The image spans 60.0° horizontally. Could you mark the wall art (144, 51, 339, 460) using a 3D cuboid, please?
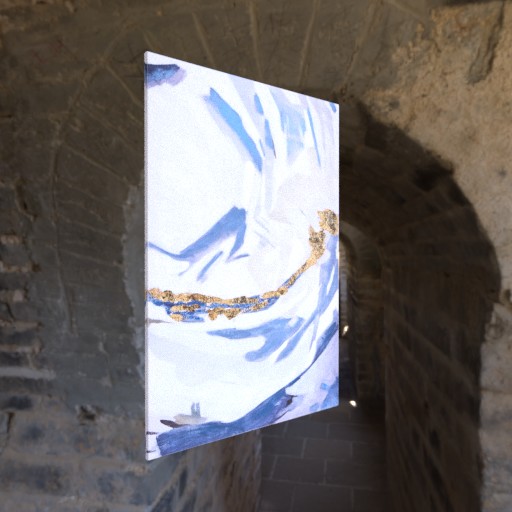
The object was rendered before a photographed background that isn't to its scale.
[{"bbox_3d":[0.000,0.000,1.170,0.610,0.914,0.016,0,1,-36],"label":"wall art"}]
